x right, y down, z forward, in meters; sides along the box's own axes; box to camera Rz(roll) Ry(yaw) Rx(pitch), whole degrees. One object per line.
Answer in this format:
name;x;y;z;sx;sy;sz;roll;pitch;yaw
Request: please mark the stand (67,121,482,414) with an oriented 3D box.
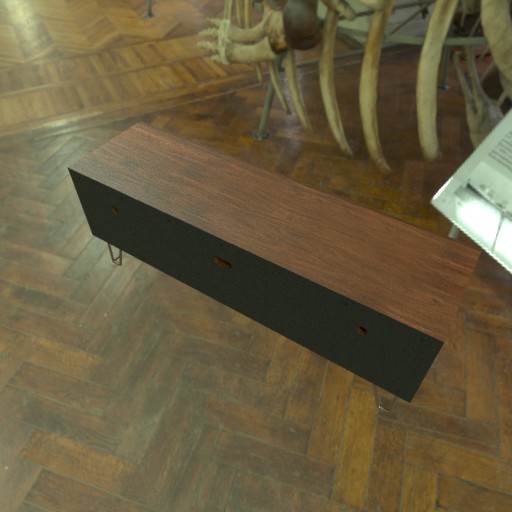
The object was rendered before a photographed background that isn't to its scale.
stand;0.000;0.000;1.969;1.626;0.610;0.481;25;52;22
